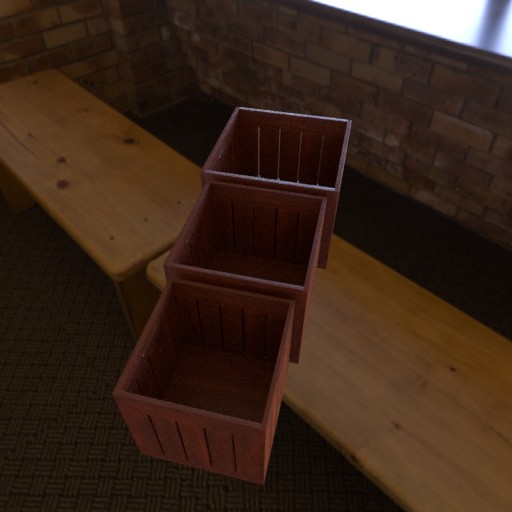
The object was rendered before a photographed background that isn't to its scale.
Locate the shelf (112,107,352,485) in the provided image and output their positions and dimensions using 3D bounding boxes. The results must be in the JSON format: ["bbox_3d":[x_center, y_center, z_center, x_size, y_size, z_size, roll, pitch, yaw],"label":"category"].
[{"bbox_3d":[0.000,0.000,1.245,0.393,0.311,1.064,10,47,9],"label":"shelf"}]
